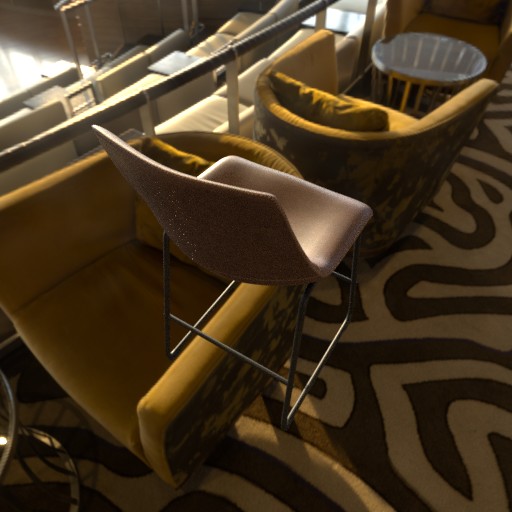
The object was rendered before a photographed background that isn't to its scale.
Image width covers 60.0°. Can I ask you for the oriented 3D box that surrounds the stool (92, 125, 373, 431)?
[{"bbox_3d":[0.000,0.000,1.168,0.460,0.890,0.550,25,52,21],"label":"stool"}]
